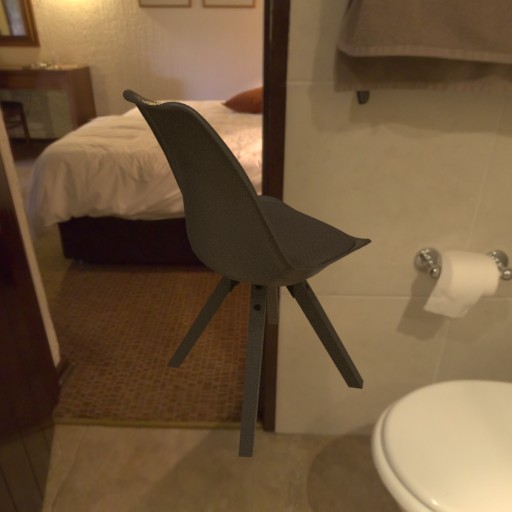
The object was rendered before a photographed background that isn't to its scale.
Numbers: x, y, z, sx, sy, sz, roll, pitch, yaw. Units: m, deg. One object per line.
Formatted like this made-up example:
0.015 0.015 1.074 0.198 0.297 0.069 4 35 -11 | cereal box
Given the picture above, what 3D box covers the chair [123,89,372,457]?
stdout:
0.000 0.000 1.181 0.550 0.850 0.485 -18 32 -31 | chair
